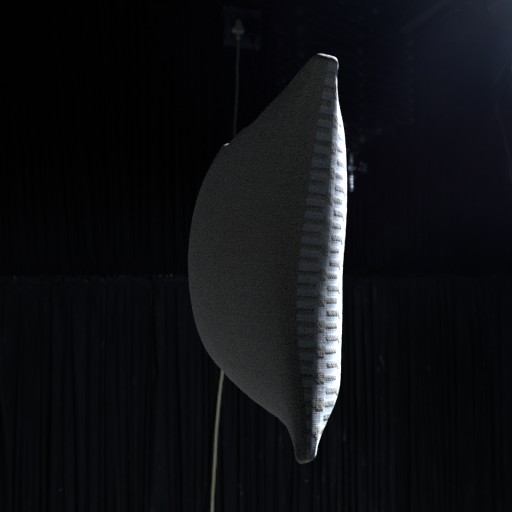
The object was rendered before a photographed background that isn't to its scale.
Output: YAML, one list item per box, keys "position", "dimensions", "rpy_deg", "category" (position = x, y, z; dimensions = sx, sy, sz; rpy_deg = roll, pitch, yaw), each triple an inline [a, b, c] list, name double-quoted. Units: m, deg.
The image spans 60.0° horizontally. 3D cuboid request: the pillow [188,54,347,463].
- position: [0.000, 0.000, 0.762]
  dimensions: [0.219, 0.491, 0.496]
  rpy_deg: [0, 1, -18]
  category: "pillow"
